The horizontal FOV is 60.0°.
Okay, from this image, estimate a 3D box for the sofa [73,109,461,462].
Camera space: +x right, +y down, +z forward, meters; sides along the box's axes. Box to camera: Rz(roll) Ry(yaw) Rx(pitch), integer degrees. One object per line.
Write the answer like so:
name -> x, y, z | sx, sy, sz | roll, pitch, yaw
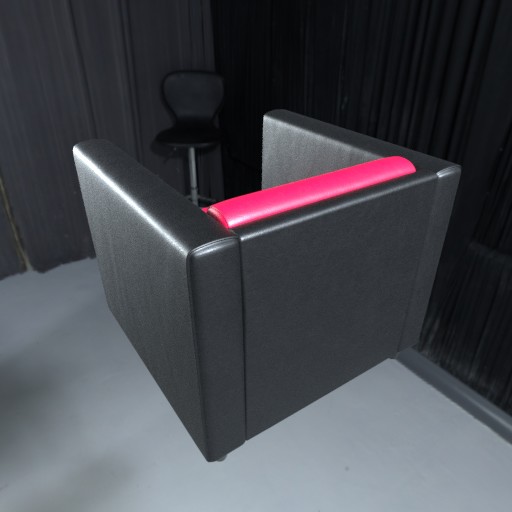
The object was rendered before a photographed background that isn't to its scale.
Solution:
sofa -> 0.000, 0.000, 1.457 | 0.839, 0.724, 0.809 | -19, 36, -29
